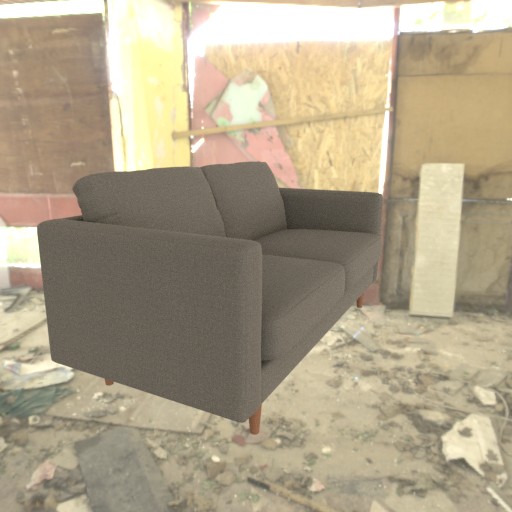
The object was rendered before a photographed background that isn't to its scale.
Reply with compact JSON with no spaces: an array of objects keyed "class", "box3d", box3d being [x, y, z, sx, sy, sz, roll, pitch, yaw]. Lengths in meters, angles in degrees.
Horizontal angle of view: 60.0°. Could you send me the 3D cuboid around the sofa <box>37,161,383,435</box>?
[{"class":"sofa","box3d":[0.000,0.000,2.180,0.940,0.866,1.713,7,16,27]}]
